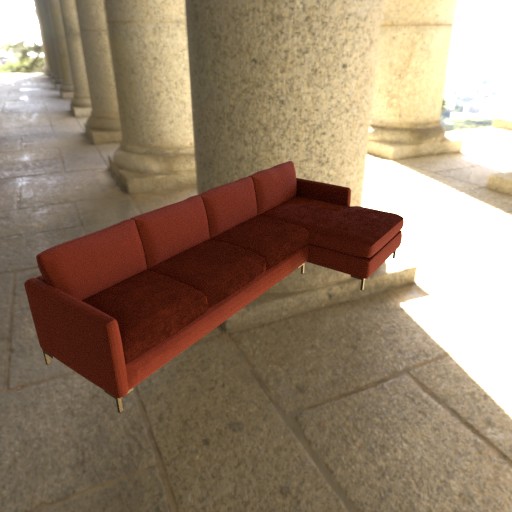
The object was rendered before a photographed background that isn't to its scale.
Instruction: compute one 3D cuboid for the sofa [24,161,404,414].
[{"bbox_3d":[0.000,0.000,3.408,1.350,0.810,2.932,17,31,32],"label":"sofa"}]
